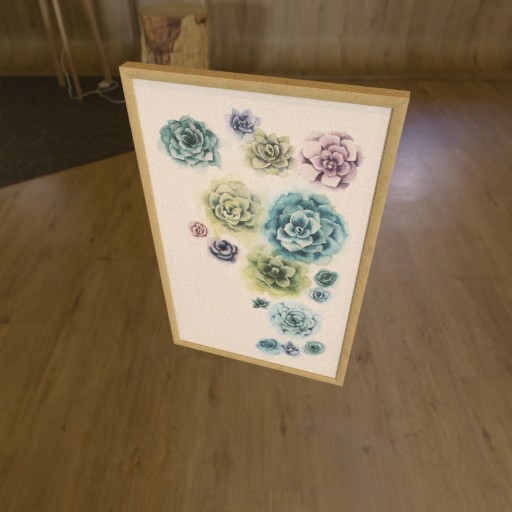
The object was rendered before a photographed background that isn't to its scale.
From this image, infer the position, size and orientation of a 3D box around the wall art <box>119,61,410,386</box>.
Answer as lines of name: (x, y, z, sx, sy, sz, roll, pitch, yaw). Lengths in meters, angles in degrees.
wall art: (0.000, 0.000, 1.024, 0.510, 0.810, 0.039, 11, 42, 13)
